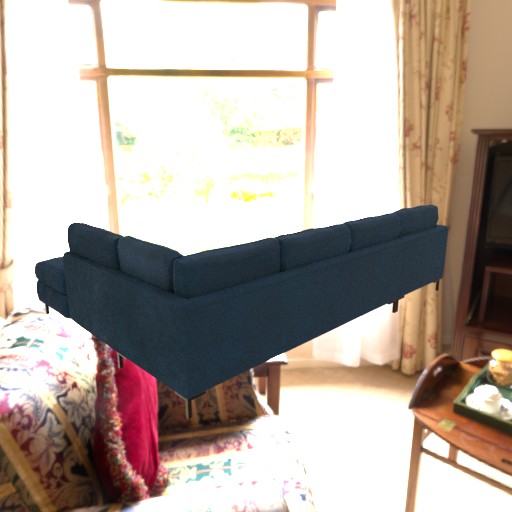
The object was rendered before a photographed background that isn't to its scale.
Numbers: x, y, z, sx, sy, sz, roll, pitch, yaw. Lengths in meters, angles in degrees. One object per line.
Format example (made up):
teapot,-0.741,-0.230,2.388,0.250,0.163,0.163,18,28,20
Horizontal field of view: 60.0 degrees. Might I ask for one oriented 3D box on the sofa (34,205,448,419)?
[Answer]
sofa,0.000,0.000,3.177,2.486,0.687,1.707,-14,20,-42
